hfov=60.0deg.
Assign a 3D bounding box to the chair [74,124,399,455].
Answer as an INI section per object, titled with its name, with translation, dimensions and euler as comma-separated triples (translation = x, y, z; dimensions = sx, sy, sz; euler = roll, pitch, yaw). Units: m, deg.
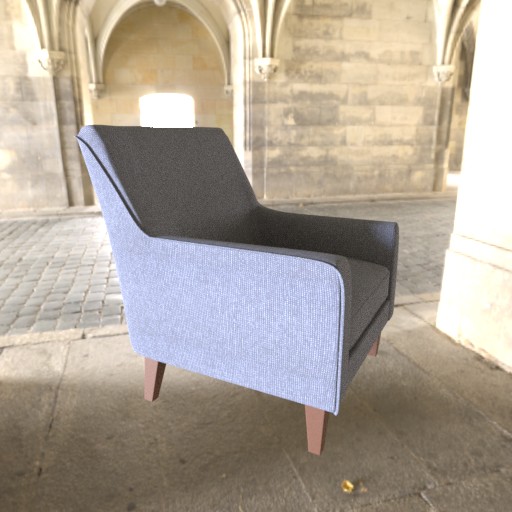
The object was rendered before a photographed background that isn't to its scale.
[chair]
translation = 0.000, 0.000, 1.621
dimensions = 0.899, 0.919, 0.780
euler = 8, 17, 27
